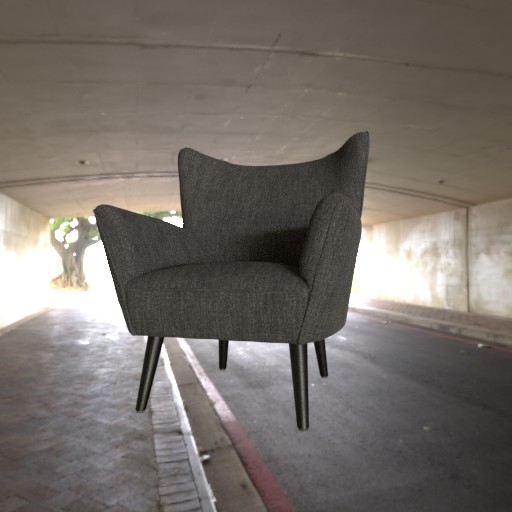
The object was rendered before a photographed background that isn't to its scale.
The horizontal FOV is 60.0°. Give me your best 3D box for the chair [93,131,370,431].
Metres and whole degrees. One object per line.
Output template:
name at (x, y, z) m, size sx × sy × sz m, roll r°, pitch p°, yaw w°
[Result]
chair at (0.000, 0.000, 1.593) m, size 0.781 × 0.933 × 0.888 m, roll 0°, pitch -1°, yaw 18°
